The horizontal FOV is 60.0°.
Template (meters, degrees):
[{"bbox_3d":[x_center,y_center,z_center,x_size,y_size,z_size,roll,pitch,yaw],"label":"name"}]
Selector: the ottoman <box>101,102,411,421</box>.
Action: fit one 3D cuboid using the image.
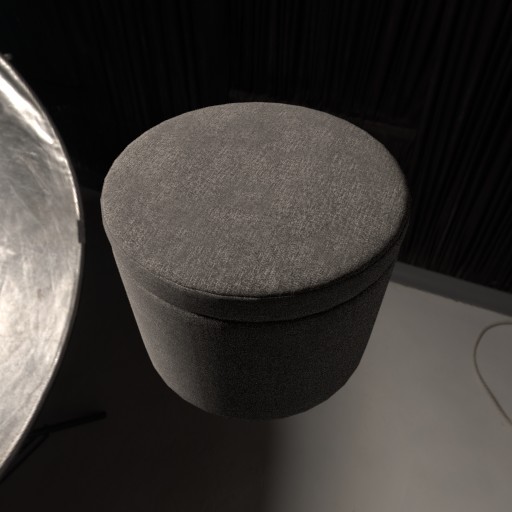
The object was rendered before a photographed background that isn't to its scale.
[{"bbox_3d":[0.000,0.000,0.862,0.500,0.419,0.500,0,47,0],"label":"ottoman"}]
